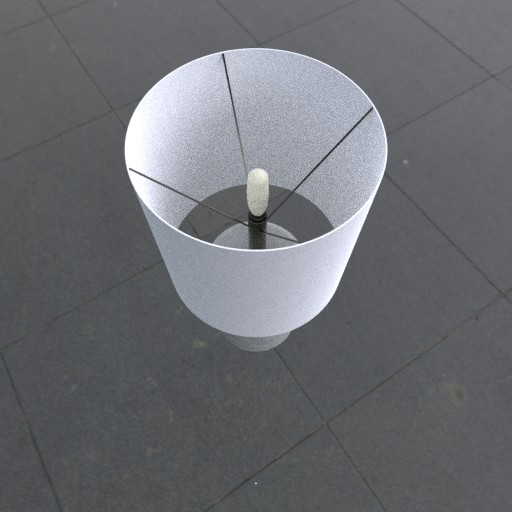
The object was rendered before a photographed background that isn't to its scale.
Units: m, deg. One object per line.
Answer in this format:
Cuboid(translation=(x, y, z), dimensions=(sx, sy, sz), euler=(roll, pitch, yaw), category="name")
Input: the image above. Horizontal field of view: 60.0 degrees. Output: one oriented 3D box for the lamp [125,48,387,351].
Cuboid(translation=(0.000, 0.000, 0.536), dimensions=(0.206, 0.416, 0.206), euler=(-16, 64, -8), category="lamp")
